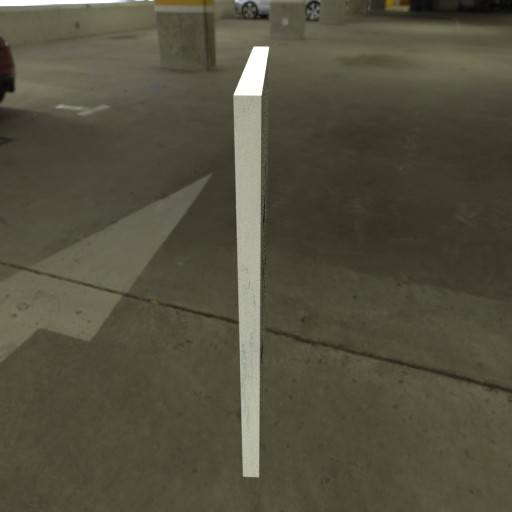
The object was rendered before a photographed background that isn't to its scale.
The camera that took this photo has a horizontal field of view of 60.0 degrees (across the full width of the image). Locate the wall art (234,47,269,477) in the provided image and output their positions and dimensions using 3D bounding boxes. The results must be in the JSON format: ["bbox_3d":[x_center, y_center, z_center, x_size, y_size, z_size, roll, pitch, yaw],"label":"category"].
[{"bbox_3d":[0.000,0.000,1.138,0.043,0.914,0.624,1,31,2],"label":"wall art"}]
